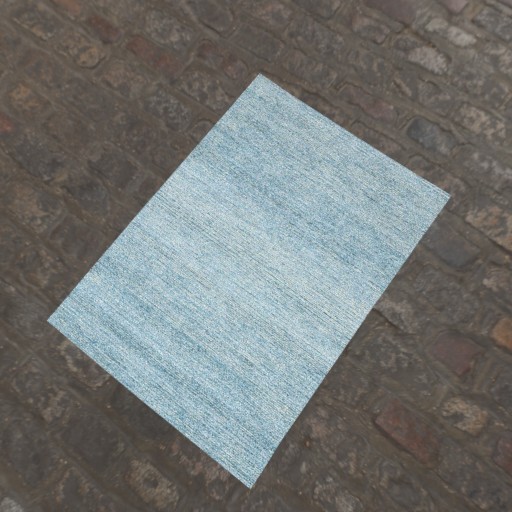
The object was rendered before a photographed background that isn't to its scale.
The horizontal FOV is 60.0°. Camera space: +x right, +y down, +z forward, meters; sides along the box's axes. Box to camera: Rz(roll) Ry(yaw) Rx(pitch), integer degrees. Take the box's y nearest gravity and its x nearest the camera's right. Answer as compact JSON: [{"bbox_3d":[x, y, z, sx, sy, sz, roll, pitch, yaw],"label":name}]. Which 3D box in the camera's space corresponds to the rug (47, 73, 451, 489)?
[{"bbox_3d":[0.000,0.000,2.886,1.611,0.026,2.260,36,78,9],"label":"rug"}]
